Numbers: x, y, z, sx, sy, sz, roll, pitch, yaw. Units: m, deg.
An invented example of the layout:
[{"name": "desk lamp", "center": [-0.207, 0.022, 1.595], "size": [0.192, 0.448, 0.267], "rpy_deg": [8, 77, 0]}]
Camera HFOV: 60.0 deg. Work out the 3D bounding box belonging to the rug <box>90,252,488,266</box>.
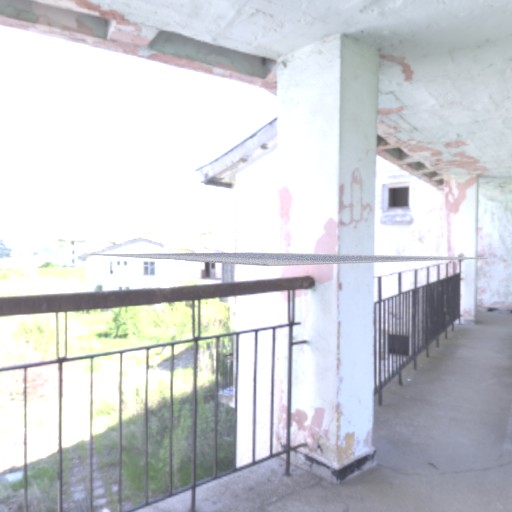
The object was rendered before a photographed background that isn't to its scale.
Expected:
[{"name": "rug", "center": [0.000, 0.000, 2.352], "size": [1.219, 0.005, 1.828], "rpy_deg": [-1, 2, -35]}]
